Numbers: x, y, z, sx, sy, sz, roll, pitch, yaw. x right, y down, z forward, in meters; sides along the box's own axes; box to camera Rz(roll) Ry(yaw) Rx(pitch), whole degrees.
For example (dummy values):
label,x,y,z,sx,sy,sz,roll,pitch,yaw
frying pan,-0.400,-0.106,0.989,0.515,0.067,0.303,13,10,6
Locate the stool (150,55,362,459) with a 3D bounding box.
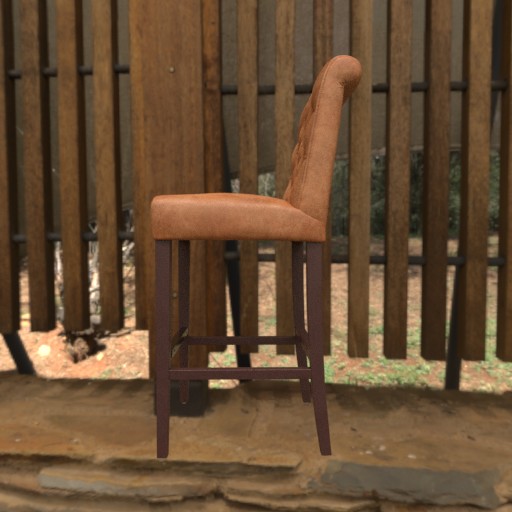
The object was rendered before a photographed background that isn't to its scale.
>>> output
label,x,y,z,sx,sy,sz,roll,pitch,yaw
stool,0.000,0.000,1.467,0.601,1.140,0.493,0,2,-1
